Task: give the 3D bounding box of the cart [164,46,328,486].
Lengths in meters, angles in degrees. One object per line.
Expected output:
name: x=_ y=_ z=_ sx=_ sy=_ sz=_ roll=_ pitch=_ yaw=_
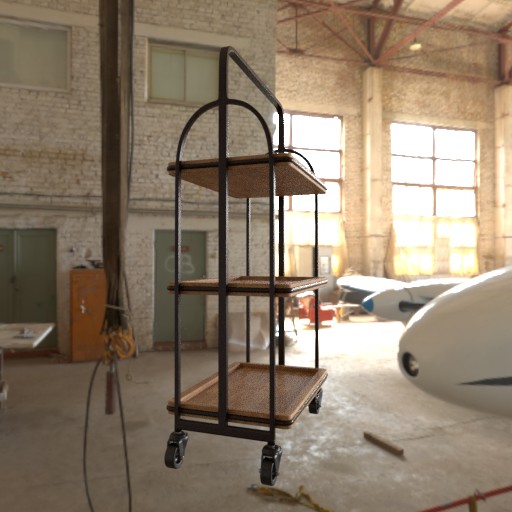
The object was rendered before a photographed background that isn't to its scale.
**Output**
cart: x=0.000 y=0.000 z=1.246 sx=0.327 sy=1.001 sz=0.553 roll=0 pitch=-1 yaw=19
